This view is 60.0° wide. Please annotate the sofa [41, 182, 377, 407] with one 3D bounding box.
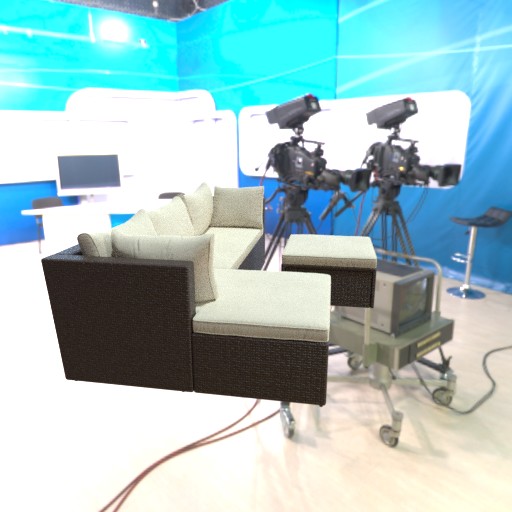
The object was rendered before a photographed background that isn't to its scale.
[{"bbox_3d":[0.000,0.000,2.984,1.612,0.766,2.192,3,16,10],"label":"sofa"}]
